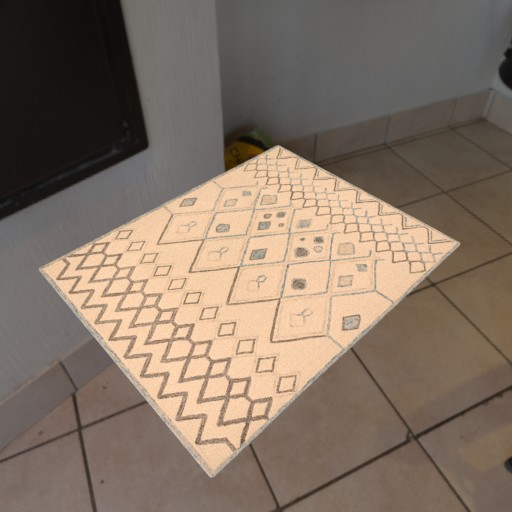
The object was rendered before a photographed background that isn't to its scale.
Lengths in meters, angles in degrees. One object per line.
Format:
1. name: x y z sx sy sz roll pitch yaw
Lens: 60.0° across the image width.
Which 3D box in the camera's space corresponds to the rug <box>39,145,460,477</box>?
1. rug: 0.000 0.000 4.084 3.056 0.013 2.441 -34 54 -29
